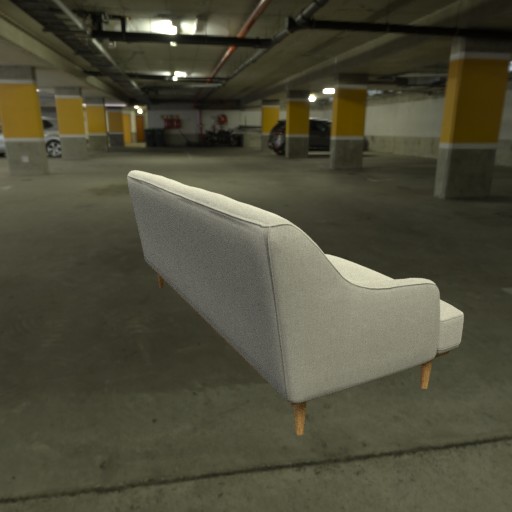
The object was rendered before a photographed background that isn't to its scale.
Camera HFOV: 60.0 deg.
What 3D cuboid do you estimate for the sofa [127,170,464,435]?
[{"bbox_3d":[0.000,0.000,2.521,0.978,0.871,2.057,-8,18,-27],"label":"sofa"}]
